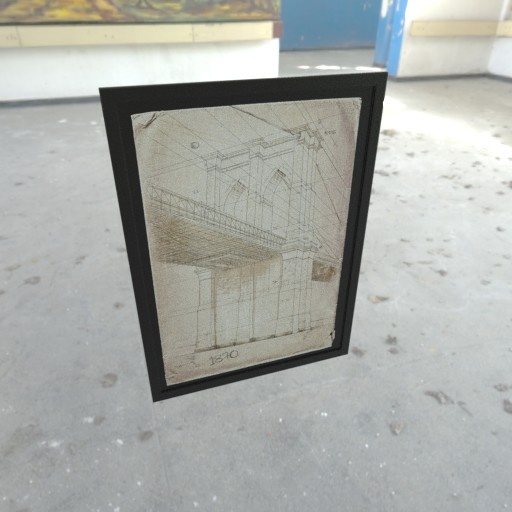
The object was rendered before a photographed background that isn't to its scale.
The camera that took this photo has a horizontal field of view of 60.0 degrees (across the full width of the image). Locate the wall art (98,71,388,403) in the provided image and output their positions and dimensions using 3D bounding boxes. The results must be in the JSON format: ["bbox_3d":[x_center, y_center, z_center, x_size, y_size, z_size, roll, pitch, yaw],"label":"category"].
[{"bbox_3d":[0.000,0.000,1.288,0.707,0.967,0.013,-10,32,-16],"label":"wall art"}]
